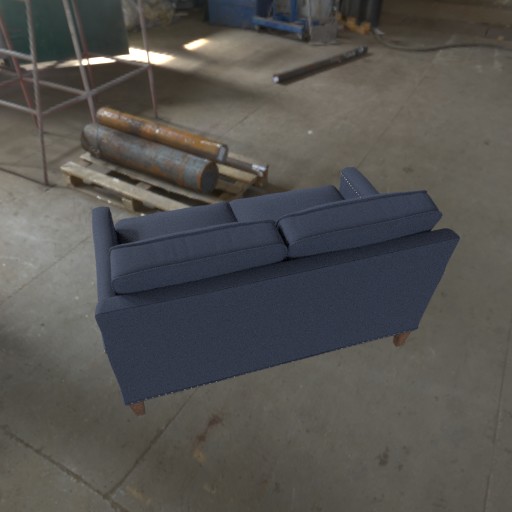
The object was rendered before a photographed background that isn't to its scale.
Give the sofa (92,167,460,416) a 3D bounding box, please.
[{"bbox_3d":[0.000,0.000,2.322,1.597,1.003,1.084,-11,42,-13],"label":"sofa"}]
